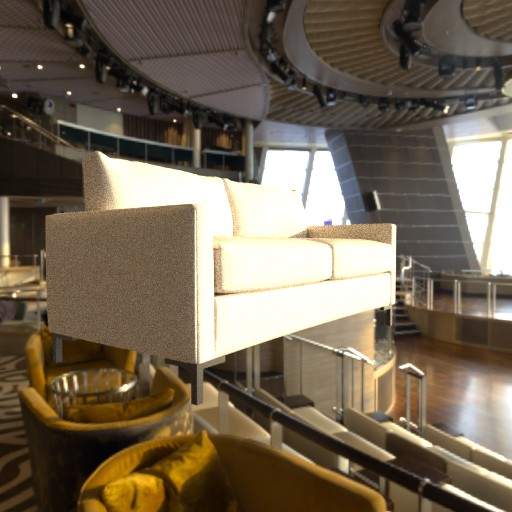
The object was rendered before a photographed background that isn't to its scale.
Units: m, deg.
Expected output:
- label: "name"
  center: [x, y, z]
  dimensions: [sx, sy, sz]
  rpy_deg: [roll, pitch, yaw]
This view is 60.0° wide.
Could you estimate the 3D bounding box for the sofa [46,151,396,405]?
- label: "sofa"
  center: [0.000, 0.000, 2.113]
  dimensions: [0.839, 0.812, 1.651]
  rpy_deg: [1, 2, 37]
